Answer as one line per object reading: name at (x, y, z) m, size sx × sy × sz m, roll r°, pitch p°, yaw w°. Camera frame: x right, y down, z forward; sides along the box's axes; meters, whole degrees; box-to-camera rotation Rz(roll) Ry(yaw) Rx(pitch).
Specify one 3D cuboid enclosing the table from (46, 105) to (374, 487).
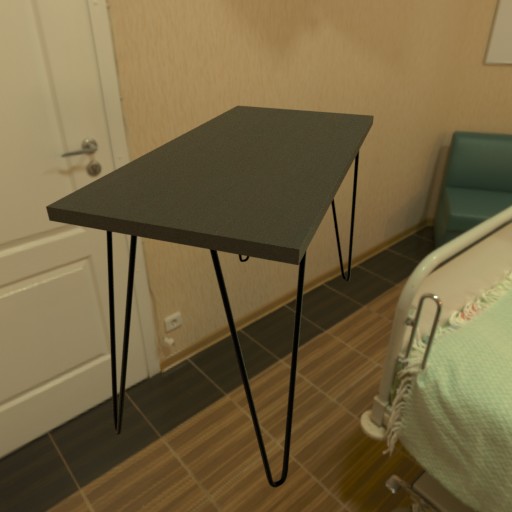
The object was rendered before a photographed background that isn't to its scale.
table at (0.000, 0.000, 1.342) m, size 0.499 × 0.660 × 0.991 m, roll 10°, pitch 32°, yaw 17°
